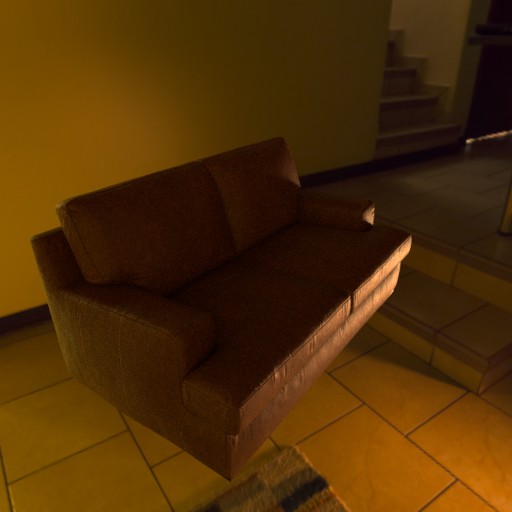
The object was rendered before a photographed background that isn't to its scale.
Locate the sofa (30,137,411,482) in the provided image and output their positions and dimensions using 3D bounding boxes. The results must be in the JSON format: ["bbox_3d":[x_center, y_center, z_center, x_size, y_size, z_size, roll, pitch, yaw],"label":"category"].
[{"bbox_3d":[0.000,0.000,2.390,1.143,0.939,1.880,18,31,31],"label":"sofa"}]
